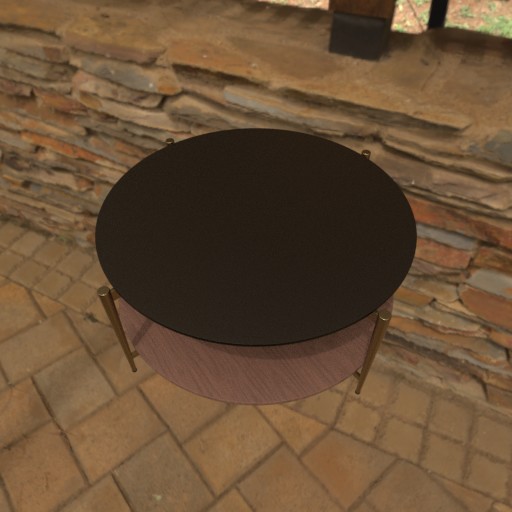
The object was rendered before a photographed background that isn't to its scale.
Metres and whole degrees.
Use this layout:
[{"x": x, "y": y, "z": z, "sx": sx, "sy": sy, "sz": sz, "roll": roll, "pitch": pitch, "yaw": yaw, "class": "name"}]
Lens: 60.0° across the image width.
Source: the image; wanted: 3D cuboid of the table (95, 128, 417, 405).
[{"x": 0.000, "y": 0.000, "z": 1.475, "sx": 0.938, "sy": 0.400, "sz": 0.938, "roll": 16, "pitch": 48, "yaw": 14, "class": "table"}]
